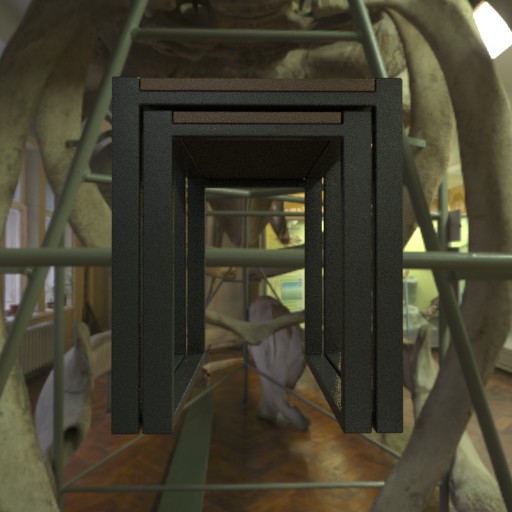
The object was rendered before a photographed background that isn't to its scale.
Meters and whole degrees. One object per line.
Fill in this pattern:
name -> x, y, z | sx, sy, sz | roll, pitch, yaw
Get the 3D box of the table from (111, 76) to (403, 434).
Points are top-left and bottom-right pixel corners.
table -> 0.000, 0.000, 0.930 | 0.449, 0.550, 0.500 | 0, 0, -1
